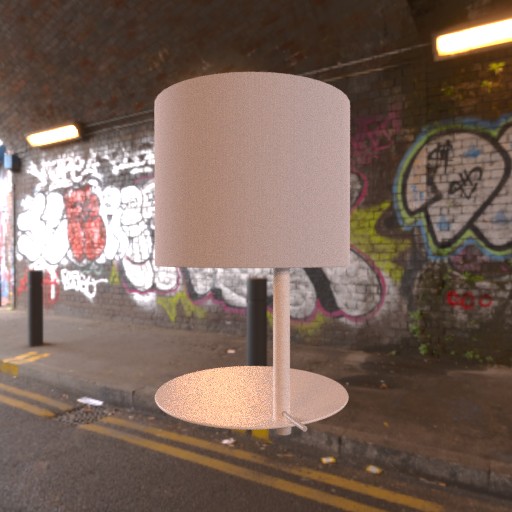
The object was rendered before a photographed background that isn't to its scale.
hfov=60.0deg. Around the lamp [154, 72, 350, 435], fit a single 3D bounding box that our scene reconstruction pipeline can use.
[{"bbox_3d":[0.000,0.000,0.678,0.299,0.454,0.341,0,0,-18],"label":"lamp"}]
